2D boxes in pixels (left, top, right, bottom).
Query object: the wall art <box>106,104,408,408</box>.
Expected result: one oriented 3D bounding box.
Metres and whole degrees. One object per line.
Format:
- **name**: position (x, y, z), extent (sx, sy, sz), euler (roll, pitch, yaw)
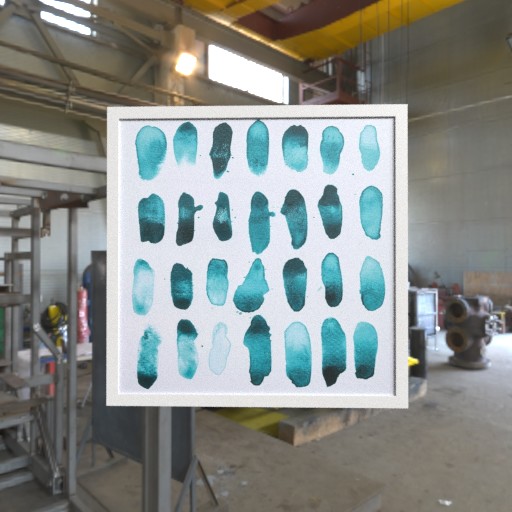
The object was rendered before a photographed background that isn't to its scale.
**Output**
- **wall art**: position (0.000, 0.000, 0.826), extent (0.558, 0.559, 0.009), euler (0, 0, 2)
